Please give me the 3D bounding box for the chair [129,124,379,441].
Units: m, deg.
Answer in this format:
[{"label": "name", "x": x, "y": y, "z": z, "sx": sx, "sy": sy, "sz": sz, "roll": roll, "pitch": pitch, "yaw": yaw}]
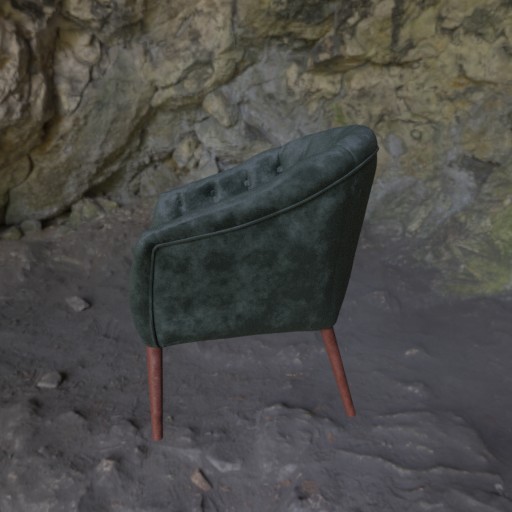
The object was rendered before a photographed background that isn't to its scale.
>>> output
[{"label": "chair", "x": 0.000, "y": 0.000, "z": 1.552, "sx": 0.776, "sy": 0.885, "sz": 0.851, "roll": -2, "pitch": 15, "yaw": -8}]
